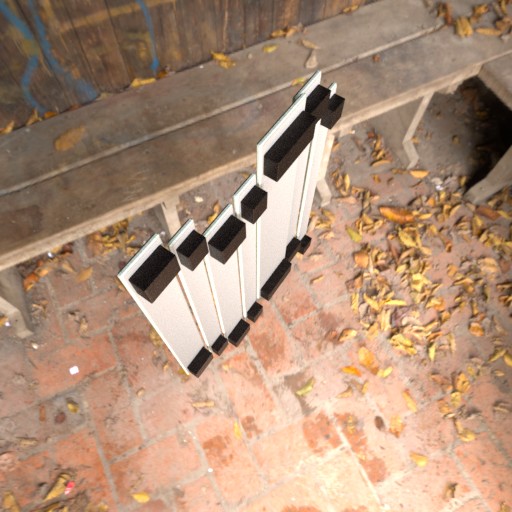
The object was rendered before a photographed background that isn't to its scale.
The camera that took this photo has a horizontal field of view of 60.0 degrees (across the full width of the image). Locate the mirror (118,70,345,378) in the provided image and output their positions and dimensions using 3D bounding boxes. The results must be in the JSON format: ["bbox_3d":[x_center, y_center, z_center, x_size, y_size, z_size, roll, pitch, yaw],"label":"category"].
[{"bbox_3d":[0.000,0.000,0.815,0.058,0.611,0.445,32,68,14],"label":"mirror"}]
